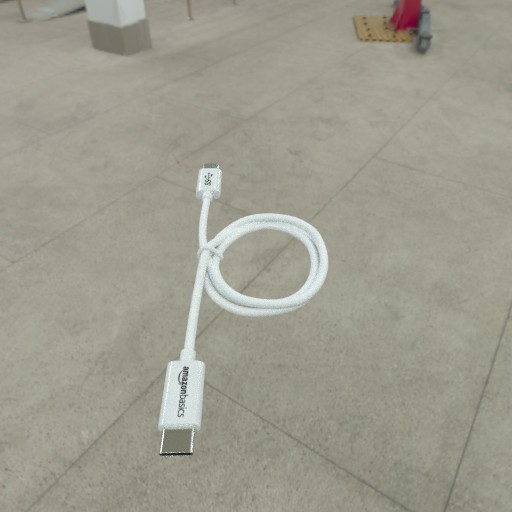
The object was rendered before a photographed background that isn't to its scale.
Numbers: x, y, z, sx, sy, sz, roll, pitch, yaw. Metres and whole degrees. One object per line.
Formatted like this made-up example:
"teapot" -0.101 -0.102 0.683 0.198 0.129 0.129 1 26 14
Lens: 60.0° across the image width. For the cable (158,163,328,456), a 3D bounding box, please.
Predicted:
"cable" 0.000 0.000 0.211 0.070 0.014 0.186 -1 41 -1
